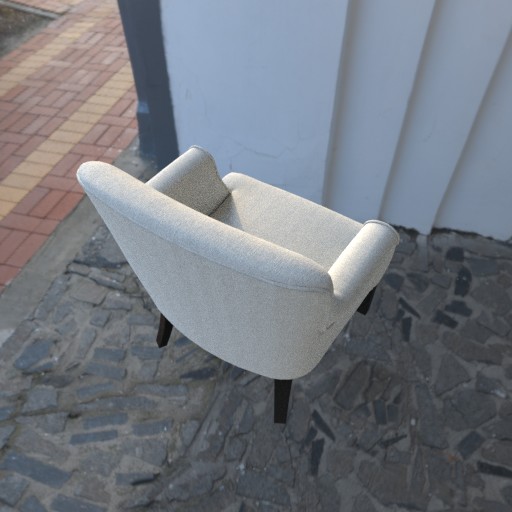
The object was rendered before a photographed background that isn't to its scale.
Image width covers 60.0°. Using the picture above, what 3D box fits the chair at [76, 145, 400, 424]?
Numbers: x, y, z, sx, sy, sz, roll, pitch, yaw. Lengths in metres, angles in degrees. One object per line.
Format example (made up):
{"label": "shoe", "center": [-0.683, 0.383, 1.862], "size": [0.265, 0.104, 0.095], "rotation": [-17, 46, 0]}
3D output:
{"label": "chair", "center": [0.000, 0.000, 1.452], "size": [0.781, 0.875, 0.750], "rotation": [26, 53, 22]}
